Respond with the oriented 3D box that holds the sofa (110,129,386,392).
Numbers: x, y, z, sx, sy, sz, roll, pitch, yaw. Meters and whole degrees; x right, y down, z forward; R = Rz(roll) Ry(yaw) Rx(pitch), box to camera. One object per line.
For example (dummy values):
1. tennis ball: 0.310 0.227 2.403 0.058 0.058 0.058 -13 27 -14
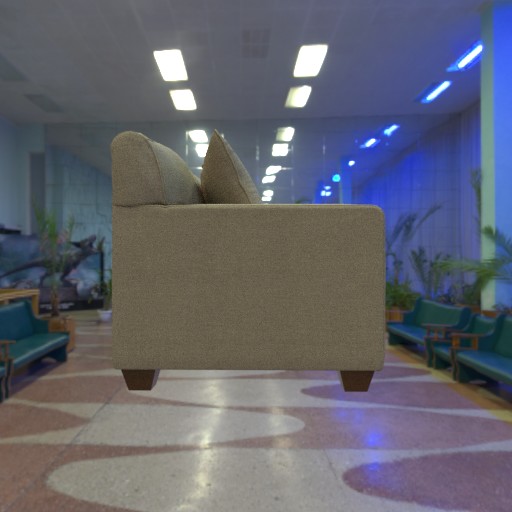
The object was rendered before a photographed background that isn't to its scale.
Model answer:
1. sofa: 0.000 0.000 2.528 0.997 0.958 2.024 0 0 1
